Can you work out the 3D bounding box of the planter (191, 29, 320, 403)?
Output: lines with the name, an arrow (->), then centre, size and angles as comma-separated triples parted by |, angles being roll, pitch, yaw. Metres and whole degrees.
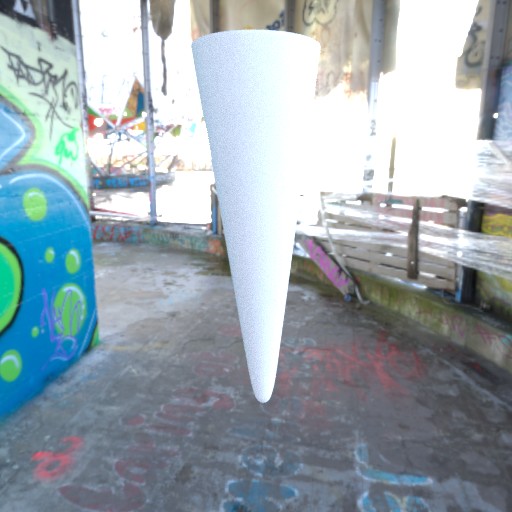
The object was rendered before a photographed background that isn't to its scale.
planter -> 0.000, 0.000, 0.223 | 0.057, 0.193, 0.064 | 2, 14, 10
